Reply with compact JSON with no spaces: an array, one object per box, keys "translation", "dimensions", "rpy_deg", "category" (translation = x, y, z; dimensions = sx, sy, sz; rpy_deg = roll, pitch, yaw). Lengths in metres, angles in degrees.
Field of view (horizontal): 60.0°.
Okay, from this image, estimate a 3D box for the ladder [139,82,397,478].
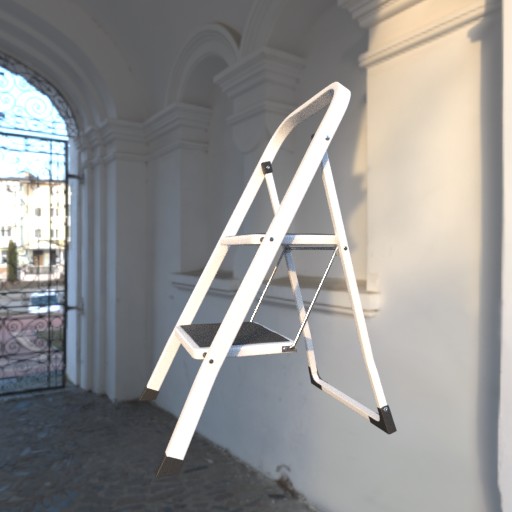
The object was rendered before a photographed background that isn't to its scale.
[{"translation":[0.000,0.000,1.113],"dimensions":[0.544,0.810,0.460],"rpy_deg":[0,1,-18],"category":"ladder"}]
